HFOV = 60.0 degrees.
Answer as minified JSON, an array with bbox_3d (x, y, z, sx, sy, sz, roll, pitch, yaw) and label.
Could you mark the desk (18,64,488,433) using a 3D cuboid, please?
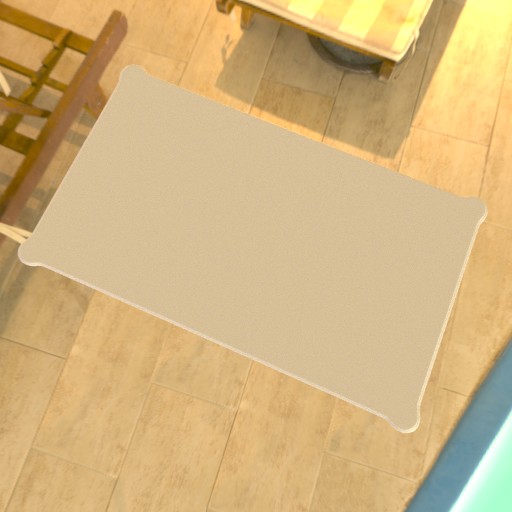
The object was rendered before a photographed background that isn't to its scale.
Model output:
[{"bbox_3d":[0.000,0.000,1.826,1.380,0.762,0.807,23,78,5],"label":"desk"}]
